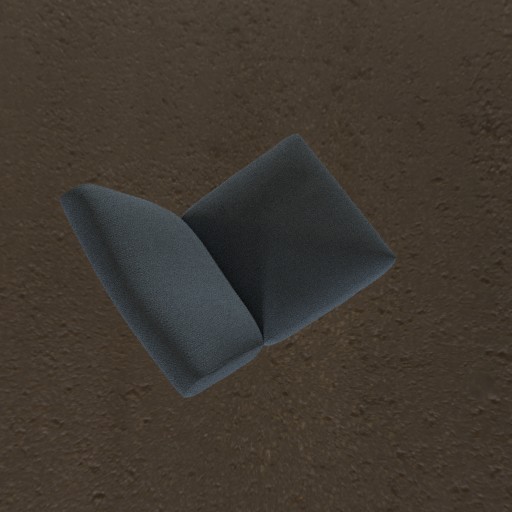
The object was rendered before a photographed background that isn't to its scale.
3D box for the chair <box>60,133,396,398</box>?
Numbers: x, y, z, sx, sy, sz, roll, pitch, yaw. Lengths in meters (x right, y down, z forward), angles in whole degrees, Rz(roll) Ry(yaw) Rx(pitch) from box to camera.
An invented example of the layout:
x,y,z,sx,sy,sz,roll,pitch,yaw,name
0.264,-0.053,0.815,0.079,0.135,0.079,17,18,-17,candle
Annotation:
x,y,z,sx,sy,sz,roll,pitch,yaw,name
0.000,0.000,1.230,0.629,0.882,0.487,-34,79,-8,chair
